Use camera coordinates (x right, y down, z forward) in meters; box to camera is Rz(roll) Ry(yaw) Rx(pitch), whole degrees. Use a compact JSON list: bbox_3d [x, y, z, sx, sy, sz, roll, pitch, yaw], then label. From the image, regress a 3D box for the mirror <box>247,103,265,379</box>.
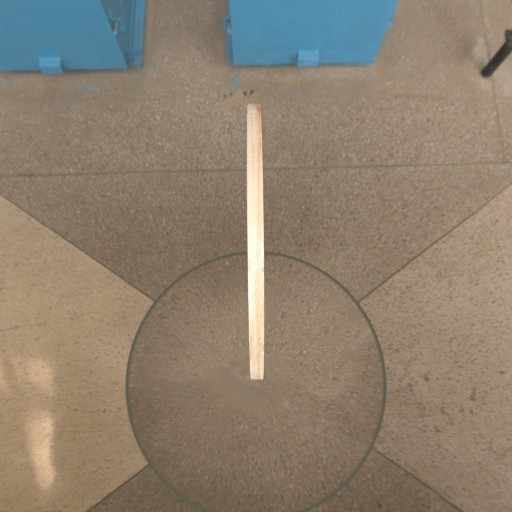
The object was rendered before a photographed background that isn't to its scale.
[{"bbox_3d":[0.000,0.000,1.234,0.032,0.920,0.660,-1,75,0],"label":"mirror"}]
